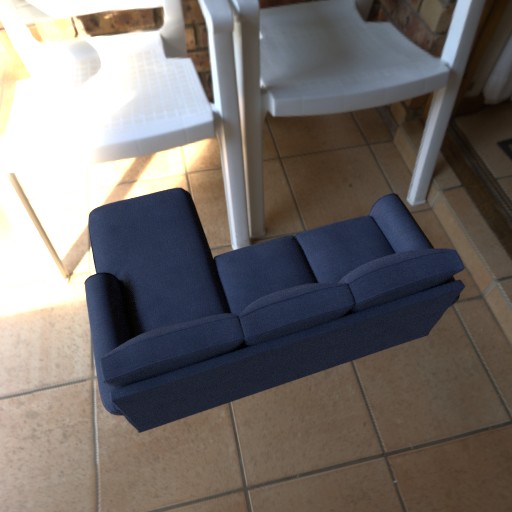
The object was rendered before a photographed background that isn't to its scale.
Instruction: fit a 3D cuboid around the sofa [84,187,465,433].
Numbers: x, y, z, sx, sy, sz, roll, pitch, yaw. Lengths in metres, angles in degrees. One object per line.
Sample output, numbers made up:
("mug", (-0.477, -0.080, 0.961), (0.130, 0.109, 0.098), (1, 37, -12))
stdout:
("sofa", (0.000, 0.000, 3.464), (2.567, 1.063, 1.780), (-16, 58, -10))
